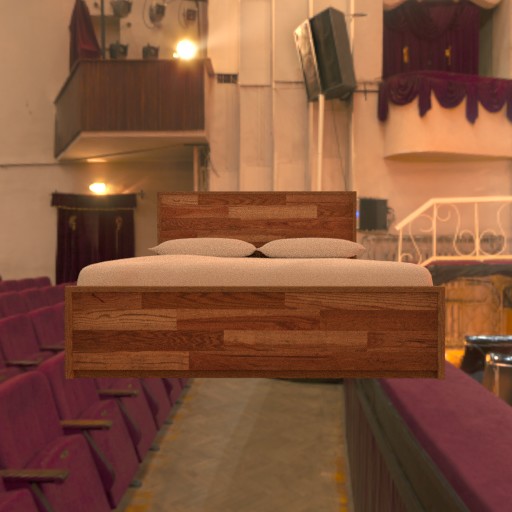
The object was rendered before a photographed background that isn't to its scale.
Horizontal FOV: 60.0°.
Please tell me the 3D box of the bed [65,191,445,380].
[{"bbox_3d":[0.000,0.000,3.432,2.013,1.295,2.184,0,0,0],"label":"bed"}]
